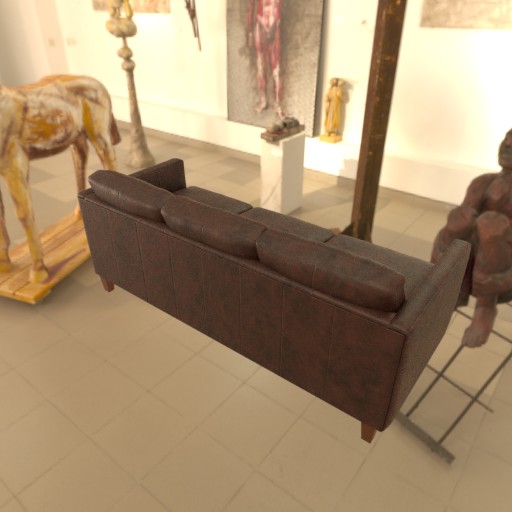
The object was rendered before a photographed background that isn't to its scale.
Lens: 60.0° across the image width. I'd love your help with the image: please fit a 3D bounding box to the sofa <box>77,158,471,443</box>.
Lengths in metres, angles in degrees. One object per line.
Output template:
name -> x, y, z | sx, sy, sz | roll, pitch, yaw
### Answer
sofa -> 0.000, 0.000, 3.028 | 2.464, 1.006, 1.045 | 22, 38, 31
